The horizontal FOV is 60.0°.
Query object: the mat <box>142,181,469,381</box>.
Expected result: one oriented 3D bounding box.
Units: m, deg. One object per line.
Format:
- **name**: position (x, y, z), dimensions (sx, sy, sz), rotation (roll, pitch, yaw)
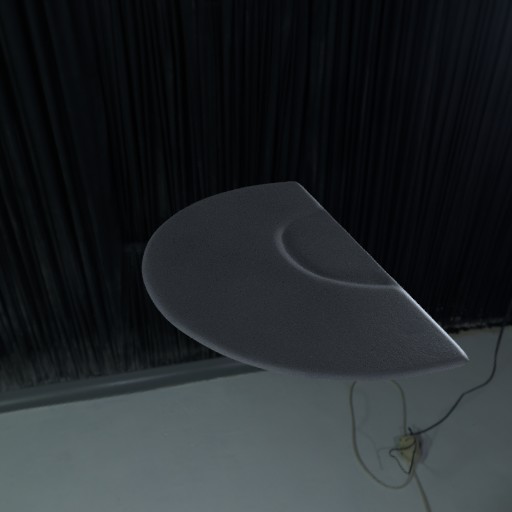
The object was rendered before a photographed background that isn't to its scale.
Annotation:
- **mat**: position (0.000, 0.000, 1.825), dimensions (0.917, 0.016, 1.525), rotation (-8, 32, -13)
